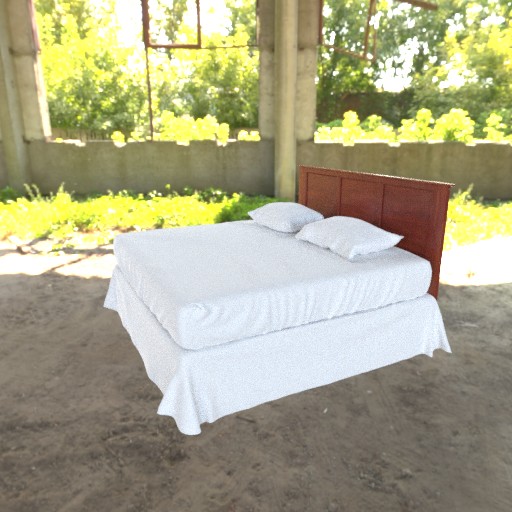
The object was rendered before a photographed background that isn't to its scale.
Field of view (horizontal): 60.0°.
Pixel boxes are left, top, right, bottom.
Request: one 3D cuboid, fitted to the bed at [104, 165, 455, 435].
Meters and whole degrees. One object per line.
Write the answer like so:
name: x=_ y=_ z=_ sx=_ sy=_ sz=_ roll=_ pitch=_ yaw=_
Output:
bed: x=0.000 y=0.000 z=3.677 sx=2.219 sy=1.271 sz=2.314 roll=-8 pitch=18 yaw=-26
